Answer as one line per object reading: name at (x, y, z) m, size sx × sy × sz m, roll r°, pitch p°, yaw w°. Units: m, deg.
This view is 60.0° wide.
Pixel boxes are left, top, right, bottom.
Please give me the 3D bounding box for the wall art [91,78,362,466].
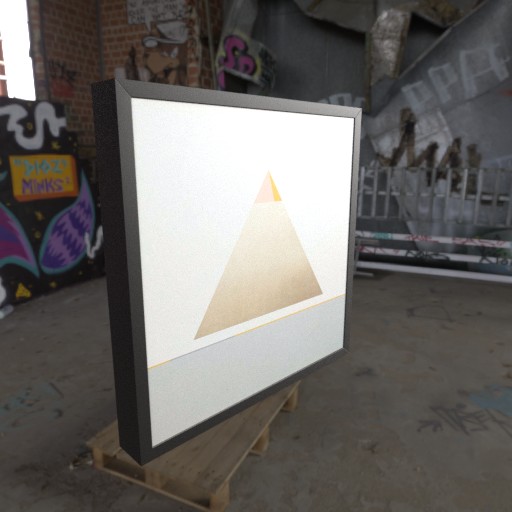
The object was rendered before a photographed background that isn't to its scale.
wall art at (0.000, 0.000, 0.450) m, size 0.304 × 0.303 × 0.037 m, roll -13°, pitch 18°, yaw -43°
